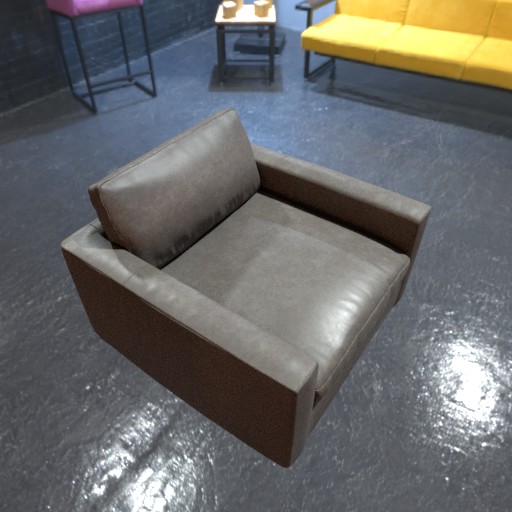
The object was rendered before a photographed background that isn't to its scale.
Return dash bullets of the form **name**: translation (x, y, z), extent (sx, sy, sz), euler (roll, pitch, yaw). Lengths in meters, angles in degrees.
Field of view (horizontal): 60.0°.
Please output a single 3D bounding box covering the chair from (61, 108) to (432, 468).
- **chair**: translation (0.000, 0.000, 1.841), extent (1.080, 0.807, 1.106), euler (26, 49, 26)
